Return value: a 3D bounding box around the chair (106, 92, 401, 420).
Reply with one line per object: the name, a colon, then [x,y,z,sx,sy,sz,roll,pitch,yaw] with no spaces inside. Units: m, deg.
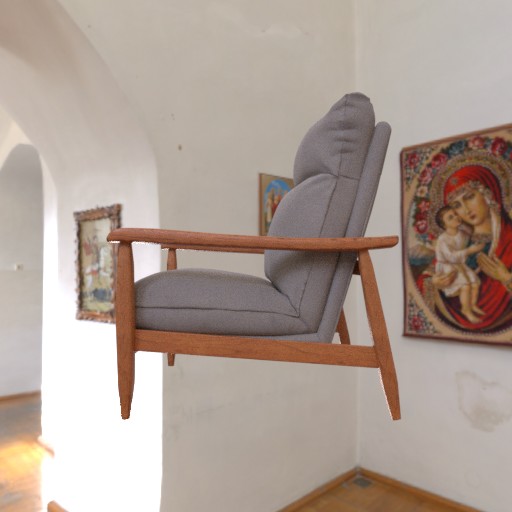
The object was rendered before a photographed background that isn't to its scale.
chair: [0.000,0.000,1.565,0.816,0.922,0.782,0,-1,0]
